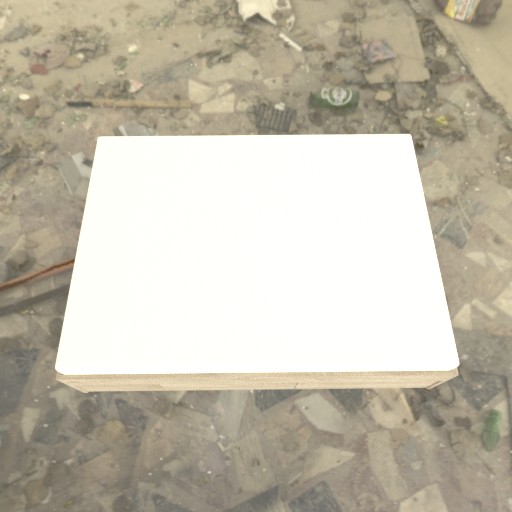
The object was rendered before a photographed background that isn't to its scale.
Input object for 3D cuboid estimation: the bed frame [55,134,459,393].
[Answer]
[{"bbox_3d":[0.000,0.000,2.589,1.944,0.490,1.448,-1,64,0],"label":"bed frame"}]
